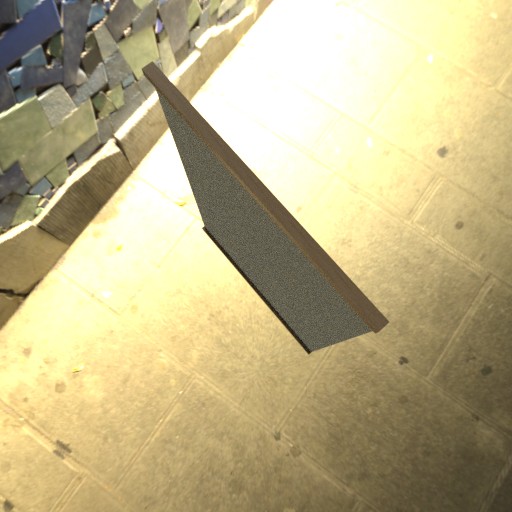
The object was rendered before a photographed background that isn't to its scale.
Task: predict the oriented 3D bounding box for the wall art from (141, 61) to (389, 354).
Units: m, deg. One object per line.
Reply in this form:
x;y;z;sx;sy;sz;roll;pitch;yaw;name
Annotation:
0.000;0.000;1.303;0.027;1.020;0.669;-39;79;-9;wall art
